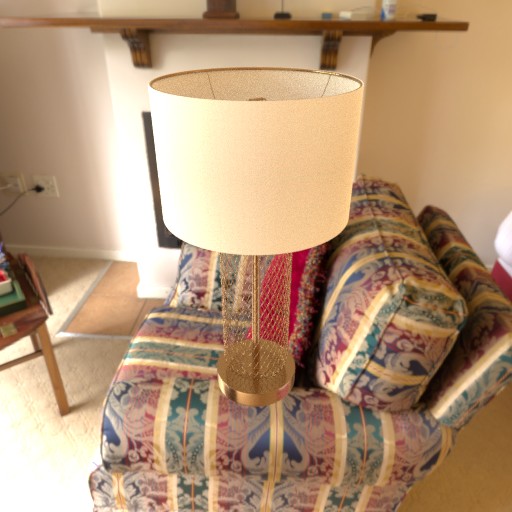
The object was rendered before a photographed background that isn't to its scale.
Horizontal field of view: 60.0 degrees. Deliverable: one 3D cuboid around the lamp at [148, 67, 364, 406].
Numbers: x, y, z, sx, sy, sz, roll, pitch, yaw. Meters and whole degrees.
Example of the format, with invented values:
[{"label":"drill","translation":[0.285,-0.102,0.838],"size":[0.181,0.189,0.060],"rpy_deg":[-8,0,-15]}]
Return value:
[{"label":"lamp","translation":[0.000,0.000,0.648],"size":[0.252,0.483,0.252],"rpy_deg":[-19,35,-29]}]
